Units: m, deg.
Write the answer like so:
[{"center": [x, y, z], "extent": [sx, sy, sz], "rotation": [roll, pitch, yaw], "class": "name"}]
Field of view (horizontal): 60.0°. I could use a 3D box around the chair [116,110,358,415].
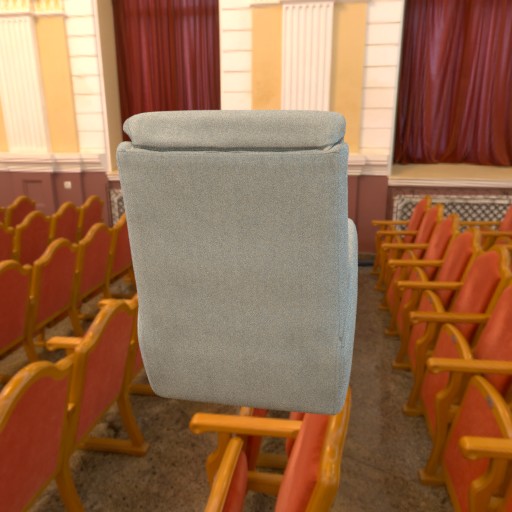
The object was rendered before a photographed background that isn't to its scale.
[{"center": [0.000, 0.000, 1.671], "extent": [0.794, 1.016, 0.940], "rotation": [3, 16, 10], "class": "chair"}]
